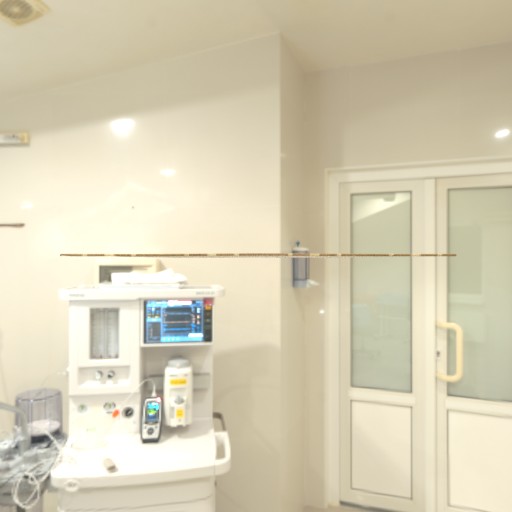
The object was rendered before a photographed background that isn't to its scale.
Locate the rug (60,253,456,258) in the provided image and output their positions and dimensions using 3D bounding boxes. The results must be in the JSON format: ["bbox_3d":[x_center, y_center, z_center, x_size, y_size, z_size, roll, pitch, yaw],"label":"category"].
[{"bbox_3d":[0.000,0.000,2.141,1.152,0.013,1.761,0,0,0],"label":"rug"}]
